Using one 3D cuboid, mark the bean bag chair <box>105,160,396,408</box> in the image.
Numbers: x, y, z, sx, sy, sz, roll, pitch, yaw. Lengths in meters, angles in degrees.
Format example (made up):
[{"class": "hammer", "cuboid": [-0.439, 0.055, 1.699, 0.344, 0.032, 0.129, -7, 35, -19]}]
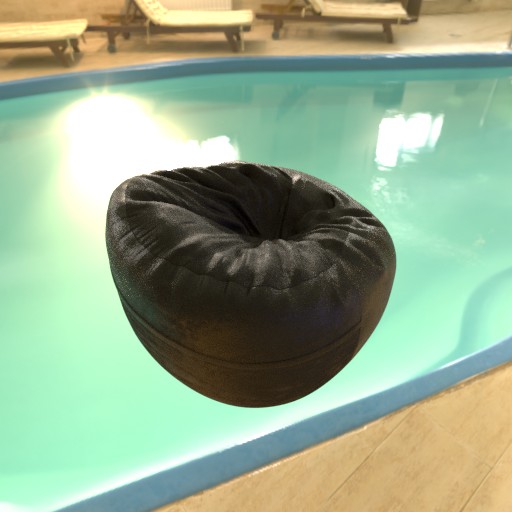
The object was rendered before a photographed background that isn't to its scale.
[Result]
[{"class": "bean bag chair", "cuboid": [0.000, 0.000, 2.483, 1.524, 0.878, 1.524, -25, 46, -27]}]
